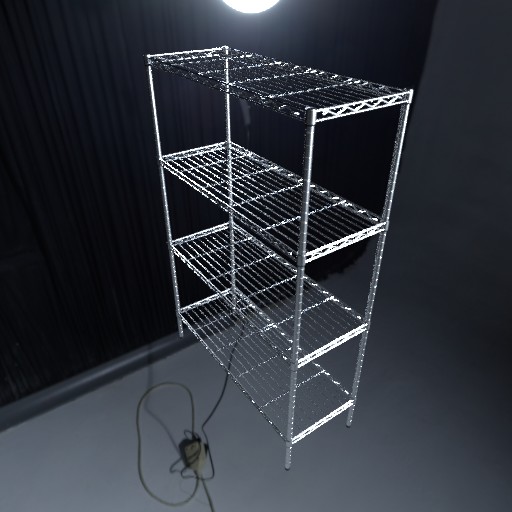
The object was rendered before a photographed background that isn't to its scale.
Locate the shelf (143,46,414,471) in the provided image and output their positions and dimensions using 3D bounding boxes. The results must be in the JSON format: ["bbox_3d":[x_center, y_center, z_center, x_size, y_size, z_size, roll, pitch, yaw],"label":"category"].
[{"bbox_3d":[0.000,0.000,1.719,0.352,1.360,0.907,-21,38,-29],"label":"shelf"}]
